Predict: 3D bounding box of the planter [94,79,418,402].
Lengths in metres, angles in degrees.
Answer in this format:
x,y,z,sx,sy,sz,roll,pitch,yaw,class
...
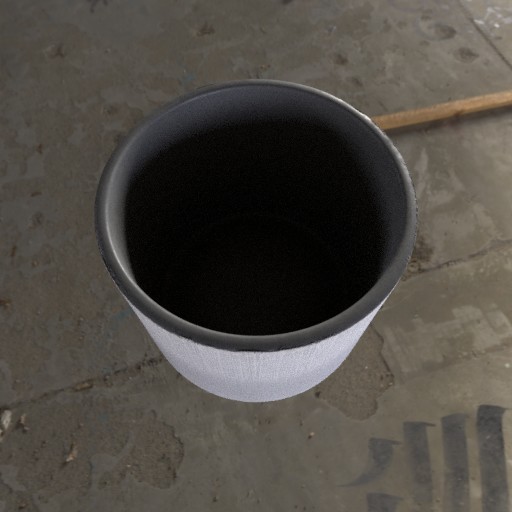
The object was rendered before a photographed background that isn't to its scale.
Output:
x,y,z,sx,sy,sz,roll,pitch,yaw,class
0.000,0.000,0.441,0.254,0.221,0.254,0,63,0,planter
